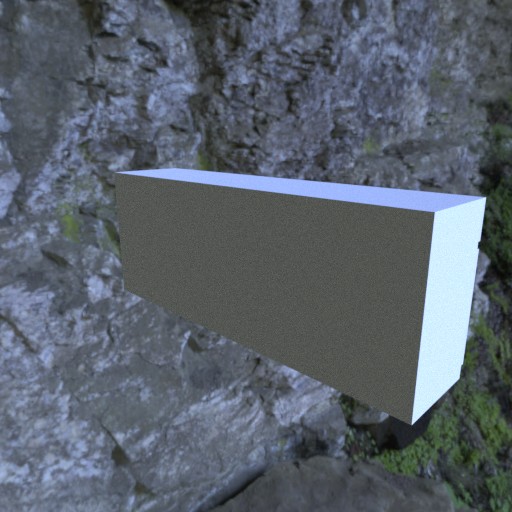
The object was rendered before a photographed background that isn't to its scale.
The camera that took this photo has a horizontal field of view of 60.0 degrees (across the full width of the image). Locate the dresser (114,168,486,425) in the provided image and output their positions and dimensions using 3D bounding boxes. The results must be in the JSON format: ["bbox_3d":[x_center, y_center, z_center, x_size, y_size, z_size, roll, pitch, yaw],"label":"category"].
[{"bbox_3d":[0.000,0.000,2.531,2.200,0.840,0.500,15,21,43],"label":"dresser"}]
